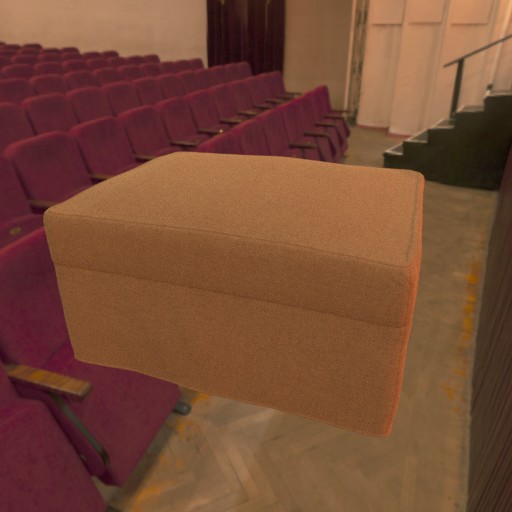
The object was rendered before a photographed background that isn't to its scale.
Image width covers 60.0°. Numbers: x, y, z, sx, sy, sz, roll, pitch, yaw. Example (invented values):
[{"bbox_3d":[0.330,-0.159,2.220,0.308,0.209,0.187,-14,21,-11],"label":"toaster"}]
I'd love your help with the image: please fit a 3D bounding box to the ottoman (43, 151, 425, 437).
[{"bbox_3d":[0.000,0.000,1.235,0.833,0.485,0.650,9,28,17],"label":"ottoman"}]
